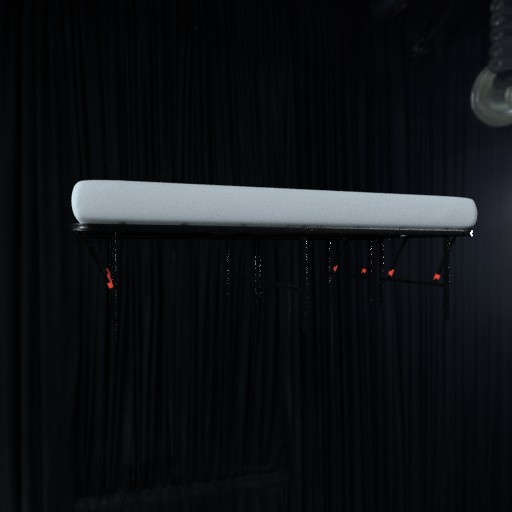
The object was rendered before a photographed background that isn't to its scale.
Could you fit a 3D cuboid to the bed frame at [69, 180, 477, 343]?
[{"bbox_3d":[0.000,0.000,2.551,1.905,0.637,1.372,0,1,-19],"label":"bed frame"}]
